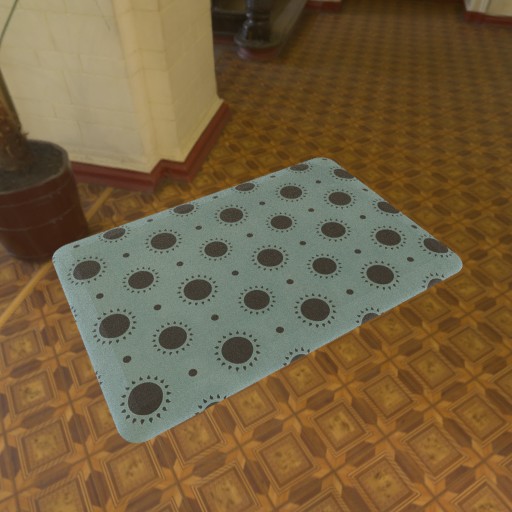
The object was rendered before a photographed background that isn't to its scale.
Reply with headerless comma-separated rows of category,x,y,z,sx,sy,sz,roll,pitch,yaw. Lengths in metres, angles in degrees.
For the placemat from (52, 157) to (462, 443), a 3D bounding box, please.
placemat,0.000,0.000,0.957,0.762,0.021,0.508,-23,49,-21
